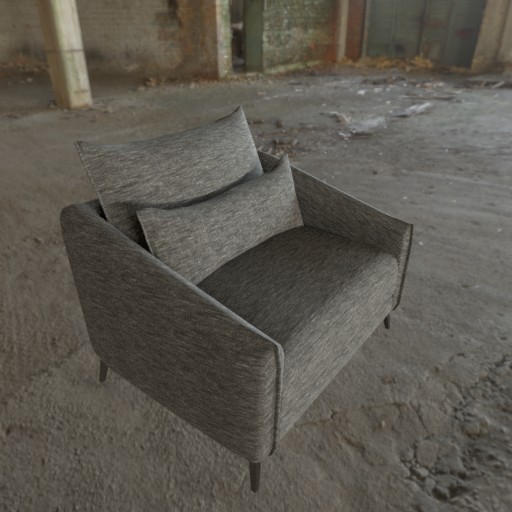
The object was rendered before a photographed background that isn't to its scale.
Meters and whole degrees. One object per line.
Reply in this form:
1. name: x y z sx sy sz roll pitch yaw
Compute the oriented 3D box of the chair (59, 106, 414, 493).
1. chair: 0.000 0.000 1.545 0.805 0.842 1.004 20 34 32
